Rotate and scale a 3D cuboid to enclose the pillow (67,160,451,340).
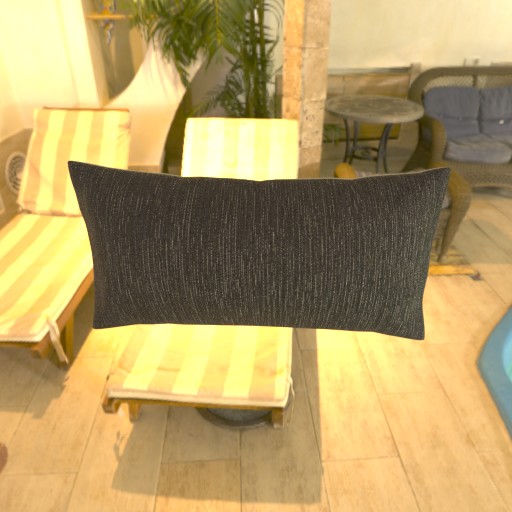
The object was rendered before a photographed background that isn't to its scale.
[{"bbox_3d":[0.000,0.000,0.752,0.608,0.305,0.156,1,31,2],"label":"pillow"}]
